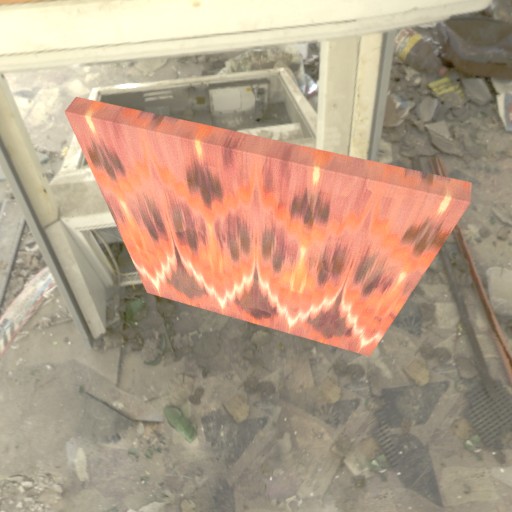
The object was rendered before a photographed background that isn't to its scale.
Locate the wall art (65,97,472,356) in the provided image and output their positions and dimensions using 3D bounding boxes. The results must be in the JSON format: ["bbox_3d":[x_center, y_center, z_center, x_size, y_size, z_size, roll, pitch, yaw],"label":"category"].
[{"bbox_3d":[0.000,0.000,0.898,0.603,0.609,0.037,15,59,9],"label":"wall art"}]
